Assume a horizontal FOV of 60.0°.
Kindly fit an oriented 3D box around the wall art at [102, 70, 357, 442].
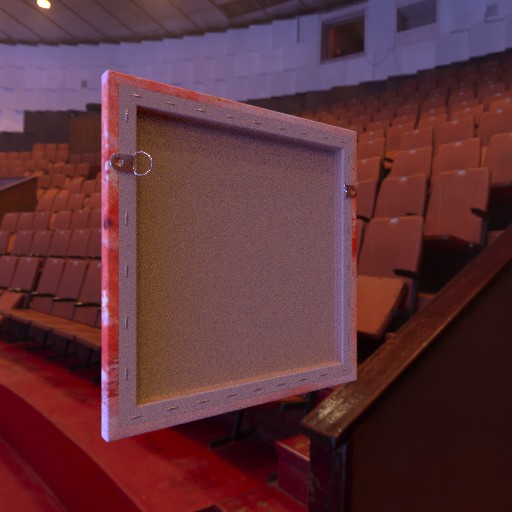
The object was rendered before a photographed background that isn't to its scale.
[{"bbox_3d":[0.000,0.000,1.110,0.747,0.746,0.064,0,0,-37],"label":"wall art"}]
